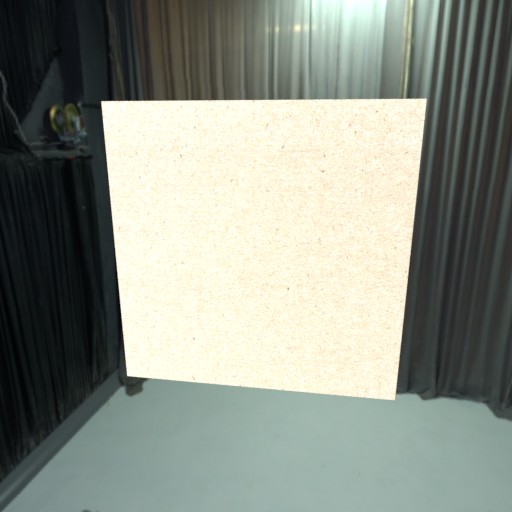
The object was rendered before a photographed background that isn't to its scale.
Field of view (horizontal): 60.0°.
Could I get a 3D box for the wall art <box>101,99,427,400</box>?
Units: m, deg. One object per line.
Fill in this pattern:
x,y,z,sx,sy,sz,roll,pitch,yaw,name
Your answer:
0.000,0.000,1.169,0.773,0.775,0.031,3,17,9,wall art
